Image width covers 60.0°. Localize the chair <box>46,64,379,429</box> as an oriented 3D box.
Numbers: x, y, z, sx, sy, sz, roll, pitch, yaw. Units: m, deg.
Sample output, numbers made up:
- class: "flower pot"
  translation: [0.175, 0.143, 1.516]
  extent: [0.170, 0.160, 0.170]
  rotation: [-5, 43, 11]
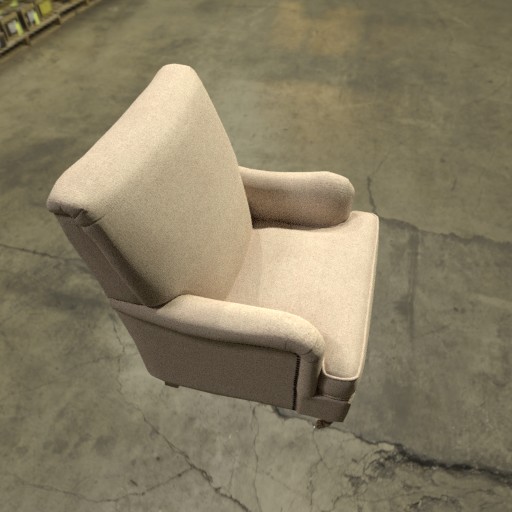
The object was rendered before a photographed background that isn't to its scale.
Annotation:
- class: "chair"
  translation: [0.000, 0.000, 1.746]
  extent: [0.953, 1.119, 0.879]
  rotation: [11, 48, 10]
